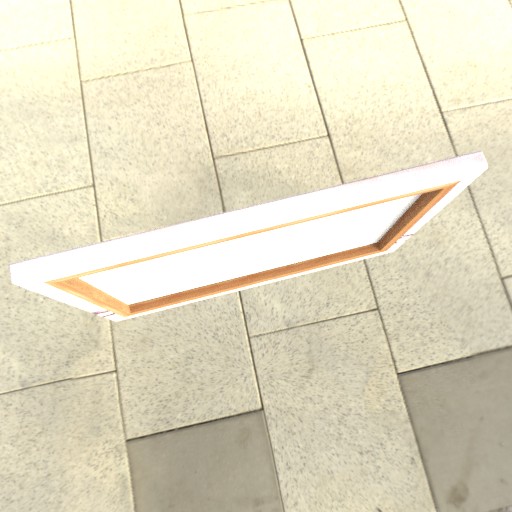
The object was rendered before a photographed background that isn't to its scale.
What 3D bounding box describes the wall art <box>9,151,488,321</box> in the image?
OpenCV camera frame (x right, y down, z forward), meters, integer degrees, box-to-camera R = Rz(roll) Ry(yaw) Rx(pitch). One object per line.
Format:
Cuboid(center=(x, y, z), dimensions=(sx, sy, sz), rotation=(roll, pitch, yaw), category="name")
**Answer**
Cuboid(center=(0.000, 0.000, 1.118), dimensions=(0.913, 0.609, 0.038), rotation=(-14, 76, -4), category="wall art")
